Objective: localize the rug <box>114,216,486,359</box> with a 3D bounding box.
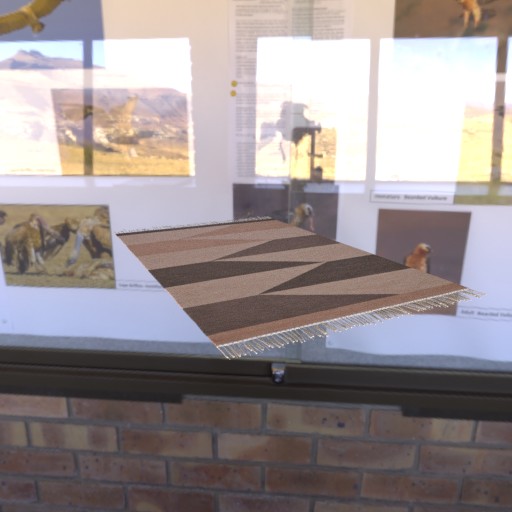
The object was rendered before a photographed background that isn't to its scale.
[{"bbox_3d":[0.000,0.000,2.503,1.224,0.027,2.021,-8,18,-26],"label":"rug"}]
